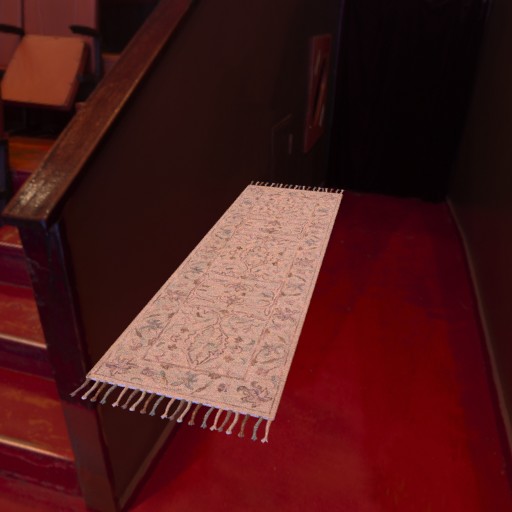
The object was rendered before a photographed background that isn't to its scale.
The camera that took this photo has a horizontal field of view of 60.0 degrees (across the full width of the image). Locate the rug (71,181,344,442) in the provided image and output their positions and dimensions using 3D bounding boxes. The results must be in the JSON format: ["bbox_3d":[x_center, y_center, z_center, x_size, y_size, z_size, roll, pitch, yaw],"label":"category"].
[{"bbox_3d":[0.000,0.000,2.594,0.769,0.013,2.440,8,30,14],"label":"rug"}]
